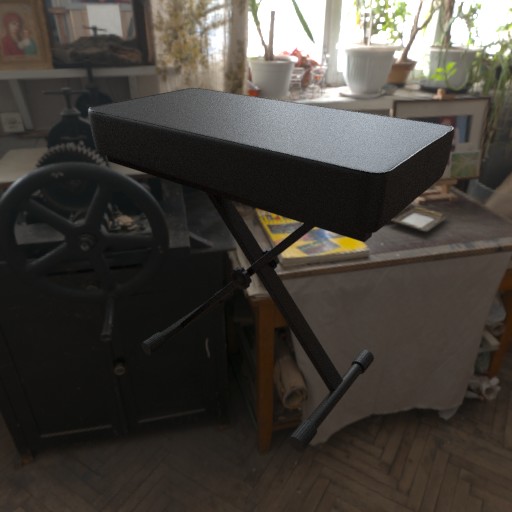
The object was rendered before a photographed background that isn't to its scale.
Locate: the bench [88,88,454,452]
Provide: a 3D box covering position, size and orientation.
[{"bbox_3d":[0.000,0.000,0.913,0.600,0.561,0.300,21,36,32],"label":"bench"}]
